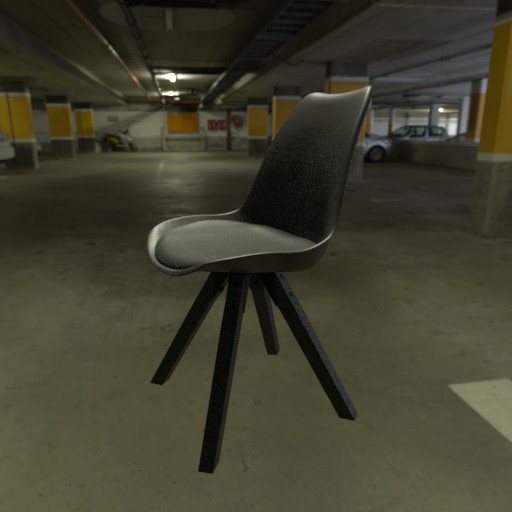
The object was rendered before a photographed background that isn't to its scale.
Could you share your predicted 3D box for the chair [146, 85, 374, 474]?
[{"bbox_3d":[0.000,0.000,1.174,0.550,0.850,0.485,-8,18,-27],"label":"chair"}]
